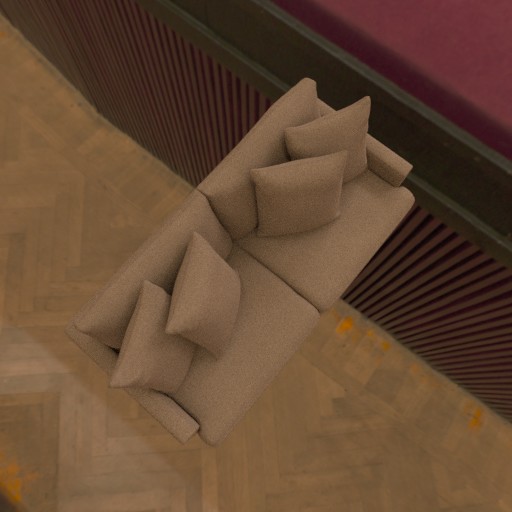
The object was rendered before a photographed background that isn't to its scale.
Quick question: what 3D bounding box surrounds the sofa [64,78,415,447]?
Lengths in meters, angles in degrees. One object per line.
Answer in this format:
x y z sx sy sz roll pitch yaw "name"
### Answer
0.000 0.000 3.024 1.228 1.084 2.380 39 78 10 "sofa"
